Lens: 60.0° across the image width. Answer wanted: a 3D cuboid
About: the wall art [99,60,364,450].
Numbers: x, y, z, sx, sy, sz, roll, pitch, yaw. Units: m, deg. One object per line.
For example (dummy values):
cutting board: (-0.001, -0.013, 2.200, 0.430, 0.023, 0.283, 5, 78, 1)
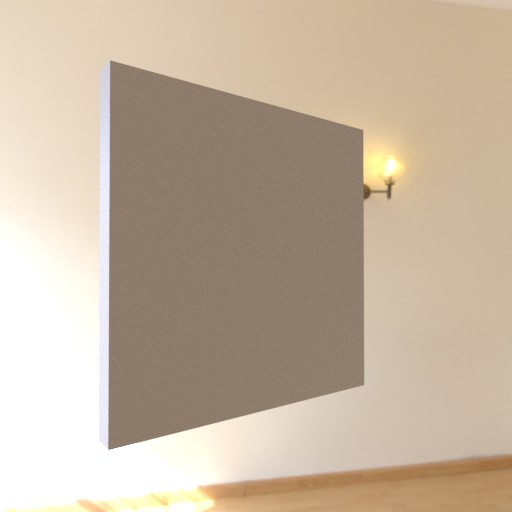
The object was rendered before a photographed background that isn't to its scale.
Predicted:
wall art: (0.000, 0.000, 0.520, 0.355, 0.355, 0.027, 1, -1, -37)
